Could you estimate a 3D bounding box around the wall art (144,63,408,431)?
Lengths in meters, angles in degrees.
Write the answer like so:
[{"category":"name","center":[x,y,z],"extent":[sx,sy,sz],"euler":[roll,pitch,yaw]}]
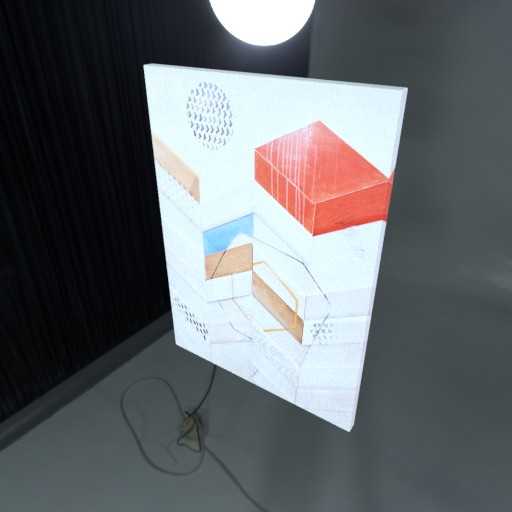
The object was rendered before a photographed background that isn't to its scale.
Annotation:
[{"category":"wall art","center":[0.000,0.000,1.108],"extent":[0.613,0.848,0.036],"euler":[19,35,29]}]
